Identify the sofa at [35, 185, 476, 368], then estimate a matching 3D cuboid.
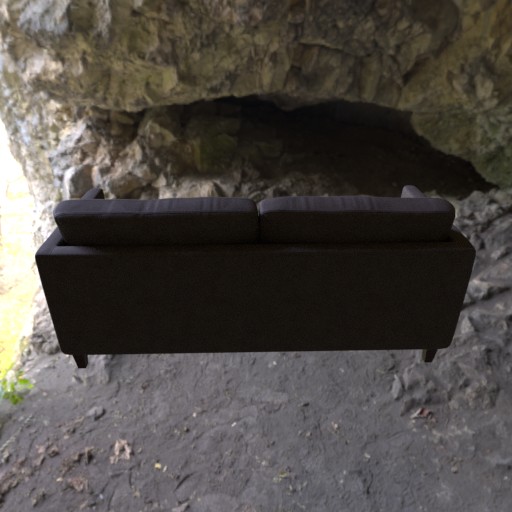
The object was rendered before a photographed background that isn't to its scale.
[{"bbox_3d":[0.000,0.000,2.703,2.208,0.965,0.951,-1,29,-1],"label":"sofa"}]
